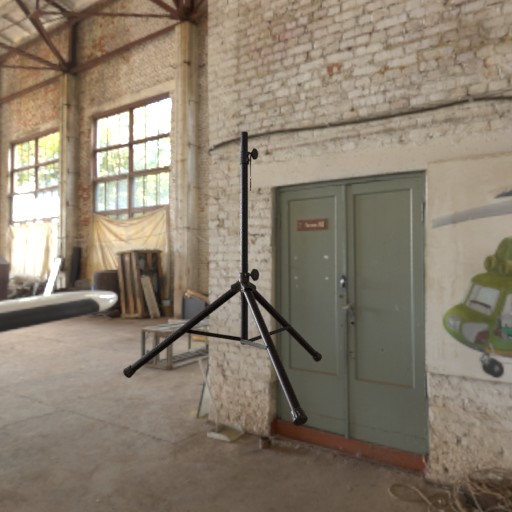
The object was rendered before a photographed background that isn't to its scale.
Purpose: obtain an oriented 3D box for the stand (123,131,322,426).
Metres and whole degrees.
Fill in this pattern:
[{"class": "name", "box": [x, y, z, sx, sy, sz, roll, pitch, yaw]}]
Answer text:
[{"class": "stand", "box": [0.000, 0.000, 1.874, 1.045, 1.136, 0.907, 0, -1, -19]}]
